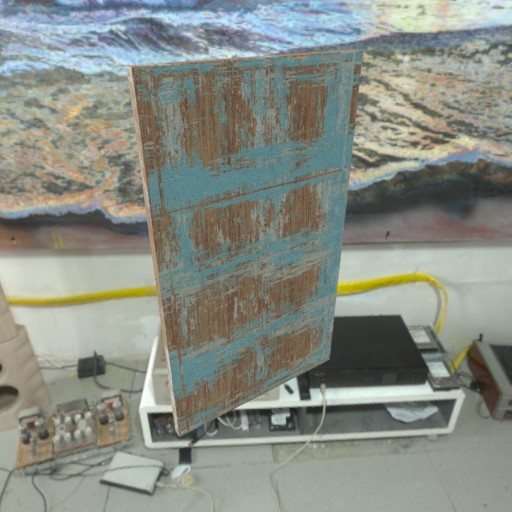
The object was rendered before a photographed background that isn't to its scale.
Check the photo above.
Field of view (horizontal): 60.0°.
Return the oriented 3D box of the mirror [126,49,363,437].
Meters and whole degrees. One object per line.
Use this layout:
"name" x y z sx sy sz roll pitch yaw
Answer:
"mirror" 0.000 0.000 1.469 0.707 1.213 0.083 -18 34 -29
